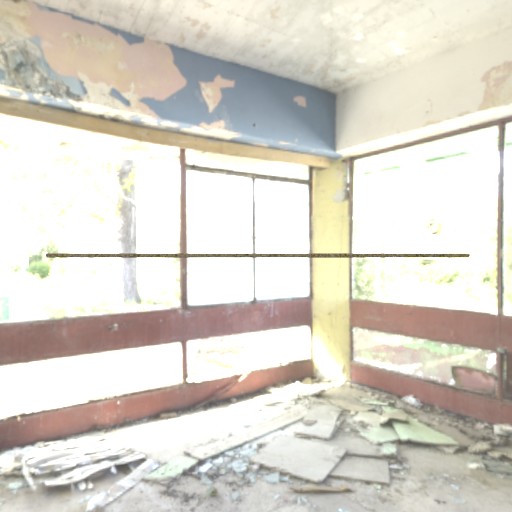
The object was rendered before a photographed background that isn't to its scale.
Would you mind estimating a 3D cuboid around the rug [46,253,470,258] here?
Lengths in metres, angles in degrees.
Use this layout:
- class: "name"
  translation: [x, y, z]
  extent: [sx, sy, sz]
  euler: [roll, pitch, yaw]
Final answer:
- class: "rug"
  translation: [0.000, 0.000, 4.004]
  extent: [2.400, 0.025, 3.000]
  euler: [0, 0, -1]
